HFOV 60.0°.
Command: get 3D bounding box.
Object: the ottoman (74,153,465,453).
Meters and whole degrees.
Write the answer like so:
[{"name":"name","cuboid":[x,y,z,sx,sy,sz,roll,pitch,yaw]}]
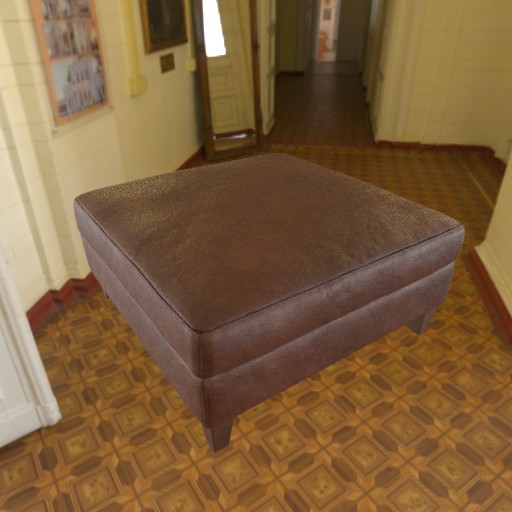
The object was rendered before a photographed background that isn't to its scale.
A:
[{"name":"ottoman","cuboid":[0.000,0.000,1.337,0.836,0.415,0.844,-19,35,-30]}]
